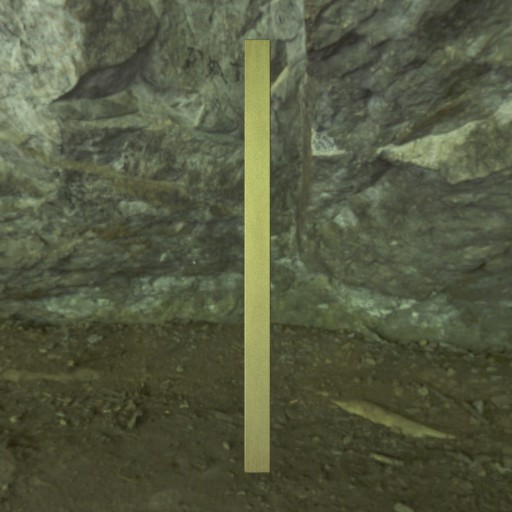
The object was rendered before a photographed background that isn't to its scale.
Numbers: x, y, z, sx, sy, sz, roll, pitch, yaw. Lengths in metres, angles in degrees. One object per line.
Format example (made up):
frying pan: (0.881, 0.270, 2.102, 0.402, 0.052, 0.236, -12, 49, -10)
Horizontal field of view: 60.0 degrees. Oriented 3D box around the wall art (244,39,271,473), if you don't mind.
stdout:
wall art: (0.000, 0.000, 0.768, 0.031, 0.506, 0.503, 0, 0, 0)
